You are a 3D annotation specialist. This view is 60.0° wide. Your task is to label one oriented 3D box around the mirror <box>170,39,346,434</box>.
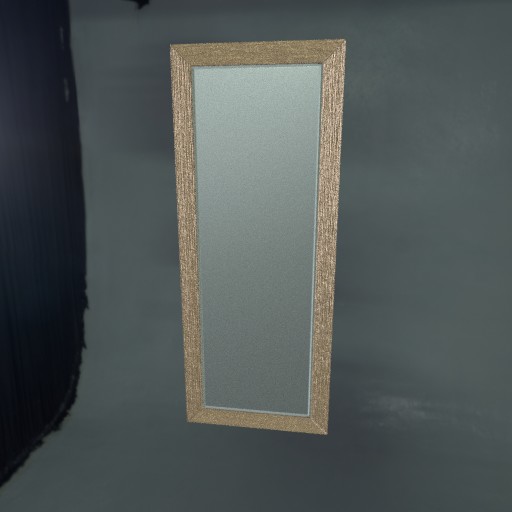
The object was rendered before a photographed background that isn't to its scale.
[{"bbox_3d":[0.000,0.000,2.296,0.812,2.031,0.026,2,15,8],"label":"mirror"}]
